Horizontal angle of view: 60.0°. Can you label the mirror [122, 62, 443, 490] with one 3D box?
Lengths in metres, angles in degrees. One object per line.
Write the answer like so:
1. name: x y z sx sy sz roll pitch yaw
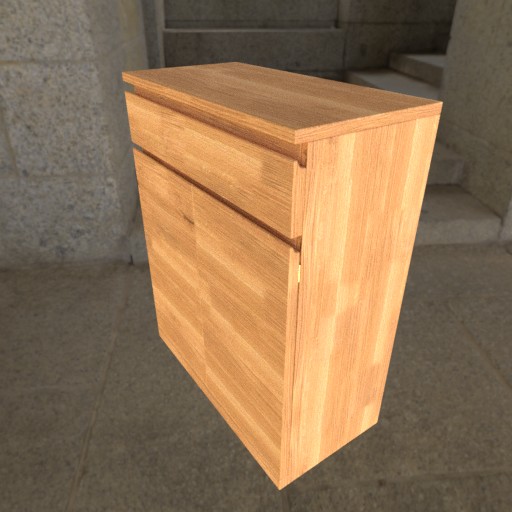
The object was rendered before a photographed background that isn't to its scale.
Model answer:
1. mirror: 0.000 0.000 1.367 0.400 1.000 0.800 -19 36 -30
